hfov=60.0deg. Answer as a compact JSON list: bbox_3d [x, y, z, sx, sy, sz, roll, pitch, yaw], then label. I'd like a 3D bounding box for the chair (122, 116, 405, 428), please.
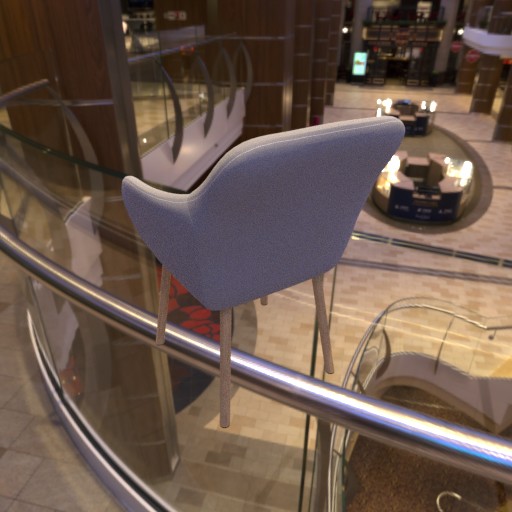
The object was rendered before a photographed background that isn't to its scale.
[{"bbox_3d":[0.000,0.000,1.223,0.570,0.830,0.590,-18,34,-28],"label":"chair"}]
